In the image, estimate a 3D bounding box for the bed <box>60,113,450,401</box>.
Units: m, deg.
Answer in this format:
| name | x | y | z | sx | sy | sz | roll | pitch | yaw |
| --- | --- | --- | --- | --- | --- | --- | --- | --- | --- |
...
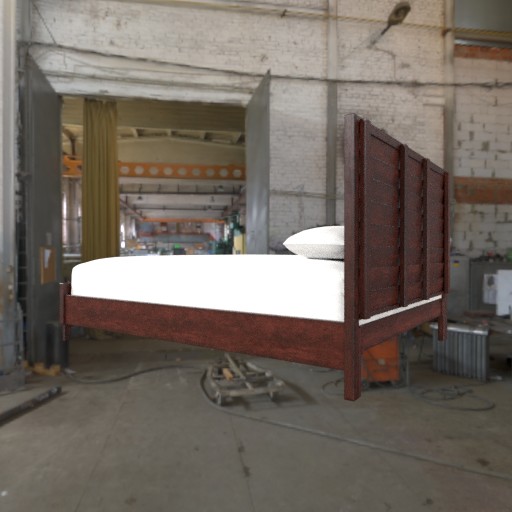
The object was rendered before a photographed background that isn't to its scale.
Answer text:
| name | x | y | z | sx | sy | sz | roll | pitch | yaw |
| --- | --- | --- | --- | --- | --- | --- | --- | --- | --- |
| bed | 0.000 | 0.000 | 3.908 | 2.803 | 1.492 | 2.040 | 0 | 0 | 36 |
